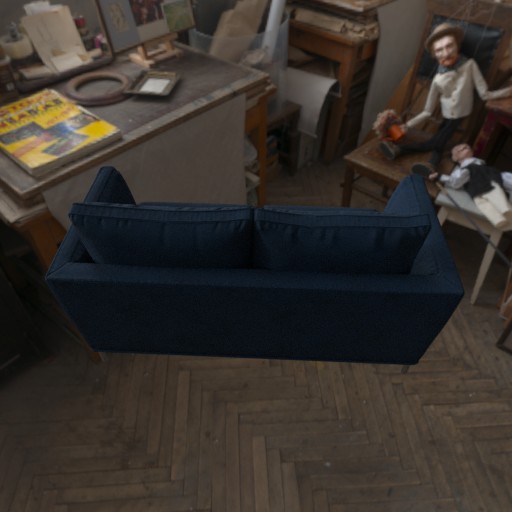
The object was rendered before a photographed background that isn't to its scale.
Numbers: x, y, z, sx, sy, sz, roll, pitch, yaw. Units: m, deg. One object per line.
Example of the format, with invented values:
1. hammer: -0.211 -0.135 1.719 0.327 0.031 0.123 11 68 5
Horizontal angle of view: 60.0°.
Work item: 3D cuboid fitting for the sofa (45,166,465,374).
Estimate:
1. sofa: 0.000 0.000 2.309 1.770 1.002 0.853 2 45 2
